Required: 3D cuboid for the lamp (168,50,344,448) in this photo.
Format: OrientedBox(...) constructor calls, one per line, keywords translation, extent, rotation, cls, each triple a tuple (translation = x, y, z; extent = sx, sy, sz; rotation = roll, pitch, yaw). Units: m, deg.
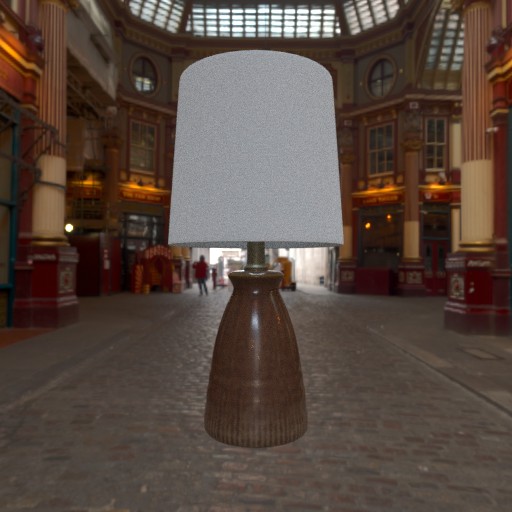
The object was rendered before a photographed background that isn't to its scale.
OrientedBox(translation=(0.000, 0.000, 0.479), extent=(0.186, 0.369, 0.186), rotation=(0, -1, 0), cls="lamp")
